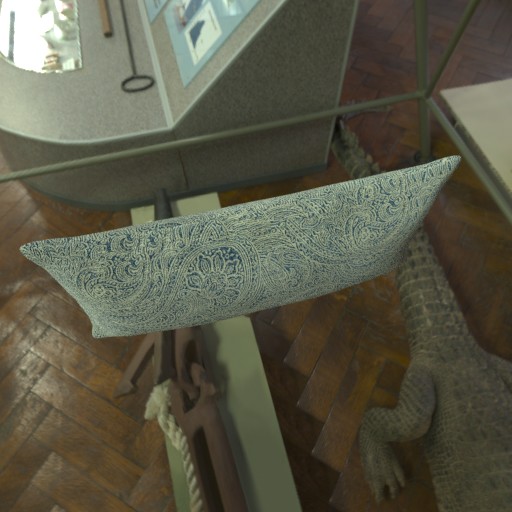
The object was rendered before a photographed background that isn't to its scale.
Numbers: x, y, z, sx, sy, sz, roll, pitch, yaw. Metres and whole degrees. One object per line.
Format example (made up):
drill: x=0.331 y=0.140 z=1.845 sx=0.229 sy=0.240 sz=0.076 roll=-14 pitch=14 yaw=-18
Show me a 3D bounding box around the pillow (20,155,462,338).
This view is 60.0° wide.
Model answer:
pillow: x=0.000 y=0.000 z=0.721 sx=0.615 sy=0.295 sz=0.151 roll=-13 pitch=59 yaw=-8
